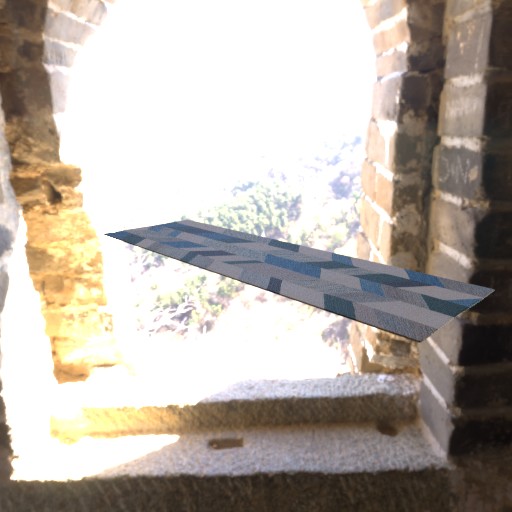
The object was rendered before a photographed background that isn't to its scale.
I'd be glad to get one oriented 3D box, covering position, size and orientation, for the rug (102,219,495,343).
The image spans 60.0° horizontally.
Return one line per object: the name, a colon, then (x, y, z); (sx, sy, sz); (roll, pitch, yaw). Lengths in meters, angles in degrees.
rug: (0.000, 0.000, 2.654); (0.774, 0.008, 2.437); (-15, 21, -42)
